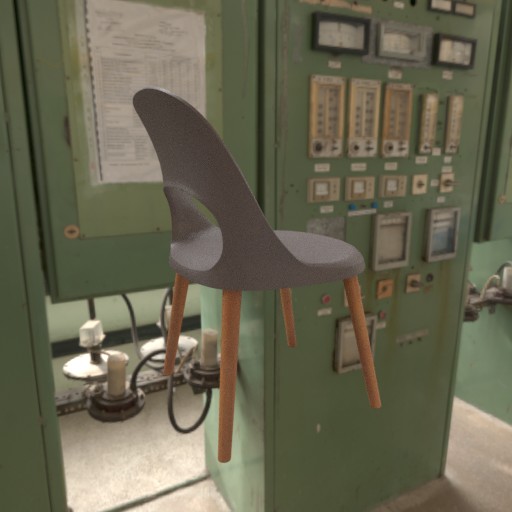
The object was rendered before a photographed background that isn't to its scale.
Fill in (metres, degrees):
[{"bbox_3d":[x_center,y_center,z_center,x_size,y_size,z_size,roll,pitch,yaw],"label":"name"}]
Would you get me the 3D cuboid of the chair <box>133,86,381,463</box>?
[{"bbox_3d":[0.000,0.000,1.160,0.556,0.794,0.470,-7,15,-27],"label":"chair"}]
